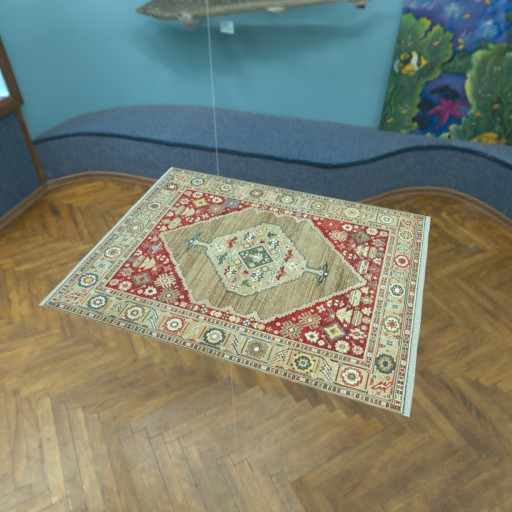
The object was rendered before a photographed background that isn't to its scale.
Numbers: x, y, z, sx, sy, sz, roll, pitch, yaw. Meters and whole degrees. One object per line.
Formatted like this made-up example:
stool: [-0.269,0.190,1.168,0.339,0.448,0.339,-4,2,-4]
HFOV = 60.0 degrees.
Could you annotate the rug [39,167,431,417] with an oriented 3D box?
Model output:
rug: [0.000,0.000,4.317,3.143,0.008,2.451,13,44,14]
